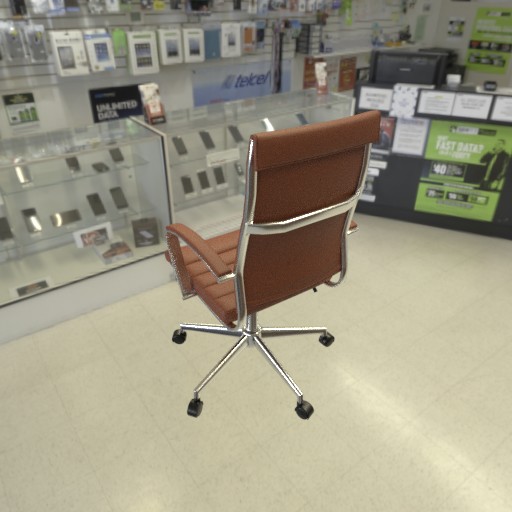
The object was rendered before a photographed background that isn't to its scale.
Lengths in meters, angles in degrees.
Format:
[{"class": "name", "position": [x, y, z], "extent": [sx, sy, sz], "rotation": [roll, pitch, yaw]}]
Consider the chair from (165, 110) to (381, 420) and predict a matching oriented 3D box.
[{"class": "chair", "position": [0.000, 0.000, 1.688], "extent": [0.766, 1.149, 0.739], "rotation": [-20, 37, -28]}]
